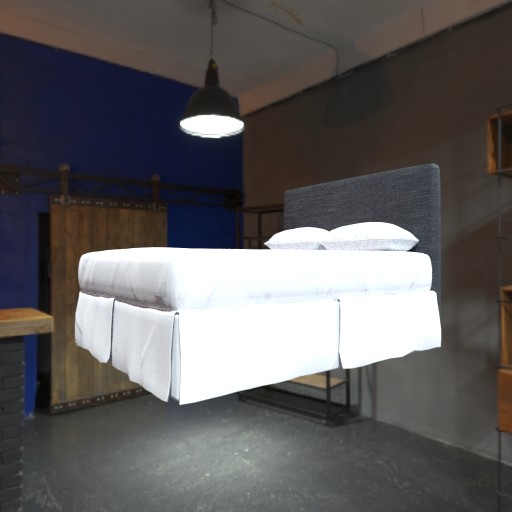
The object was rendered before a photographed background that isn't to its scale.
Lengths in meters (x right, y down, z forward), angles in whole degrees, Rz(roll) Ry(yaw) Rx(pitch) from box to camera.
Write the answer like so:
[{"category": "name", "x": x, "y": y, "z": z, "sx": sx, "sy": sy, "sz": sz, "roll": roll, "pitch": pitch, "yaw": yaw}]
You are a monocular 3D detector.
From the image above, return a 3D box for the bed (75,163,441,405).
[{"category": "bed", "x": 0.000, "y": 0.000, "z": 3.174, "sx": 2.142, "sy": 1.330, "sz": 1.723, "roll": 0, "pitch": 0, "yaw": -36}]
